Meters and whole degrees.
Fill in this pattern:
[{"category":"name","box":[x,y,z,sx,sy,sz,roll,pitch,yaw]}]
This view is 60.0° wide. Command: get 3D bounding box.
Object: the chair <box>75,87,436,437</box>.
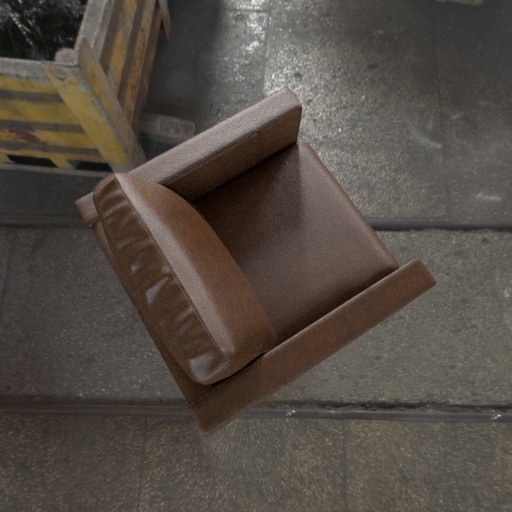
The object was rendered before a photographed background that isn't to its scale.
[{"category":"chair","box":[0.000,0.000,1.669,0.909,0.956,0.890,-31,76,-9]}]
